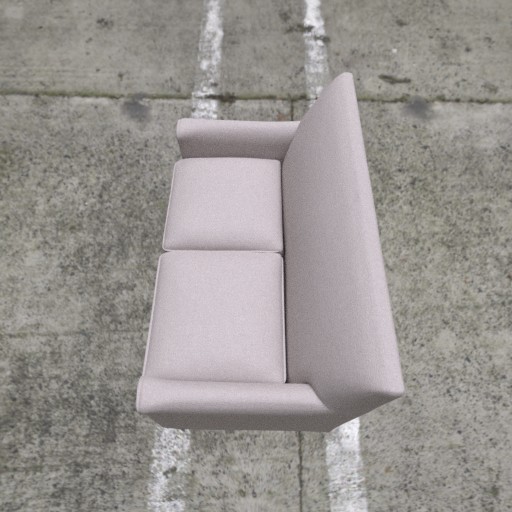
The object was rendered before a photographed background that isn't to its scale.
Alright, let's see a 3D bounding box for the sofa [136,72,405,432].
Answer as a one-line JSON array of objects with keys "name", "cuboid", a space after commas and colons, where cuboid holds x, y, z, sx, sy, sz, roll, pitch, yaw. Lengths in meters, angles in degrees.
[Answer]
[{"name": "sofa", "cuboid": [0.000, 0.000, 2.045, 0.888, 0.890, 1.482, 0, 58, 0]}]
